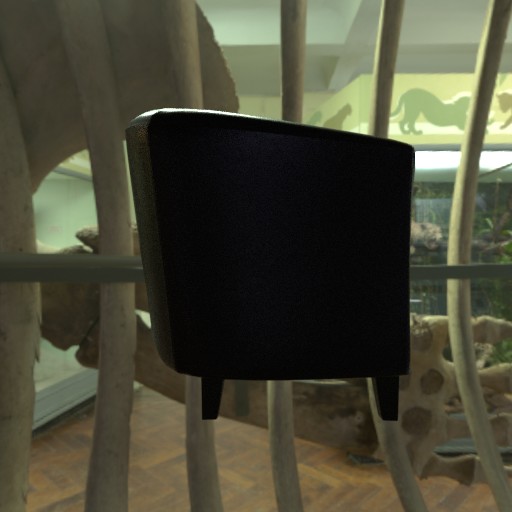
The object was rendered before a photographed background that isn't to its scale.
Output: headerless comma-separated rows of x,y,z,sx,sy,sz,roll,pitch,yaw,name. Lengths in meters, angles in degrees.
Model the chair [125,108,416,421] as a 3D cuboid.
0.000,0.000,1.351,0.727,0.756,0.793,0,1,1,chair
